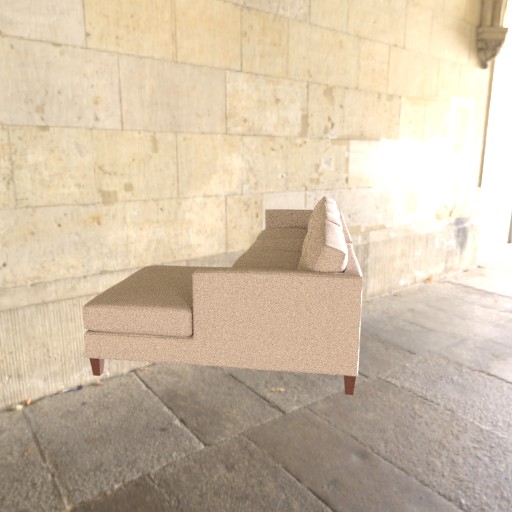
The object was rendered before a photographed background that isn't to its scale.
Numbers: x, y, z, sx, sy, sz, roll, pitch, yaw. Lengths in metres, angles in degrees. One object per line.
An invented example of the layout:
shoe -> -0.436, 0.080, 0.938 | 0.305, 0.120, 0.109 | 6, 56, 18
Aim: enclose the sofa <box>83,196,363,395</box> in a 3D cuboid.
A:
sofa -> 0.000, 0.000, 3.998 | 1.625, 0.861, 3.186 | 2, 12, 8
